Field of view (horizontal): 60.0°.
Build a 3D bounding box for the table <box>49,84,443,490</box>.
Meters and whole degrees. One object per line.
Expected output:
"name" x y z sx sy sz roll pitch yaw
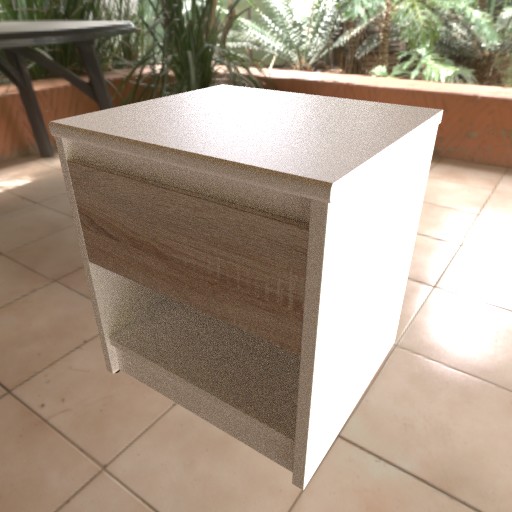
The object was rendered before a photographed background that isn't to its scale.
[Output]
"table" 0.000 0.000 0.744 0.420 0.460 0.380 19 35 29
